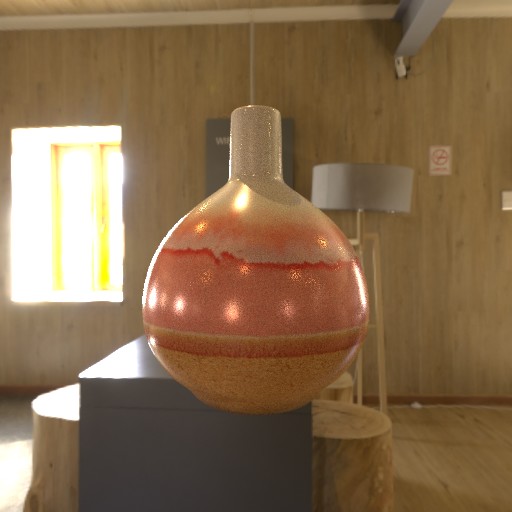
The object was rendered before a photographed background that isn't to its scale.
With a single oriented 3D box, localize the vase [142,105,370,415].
[{"bbox_3d":[0.000,0.000,0.274,0.137,0.176,0.137,0,2,0],"label":"vase"}]
